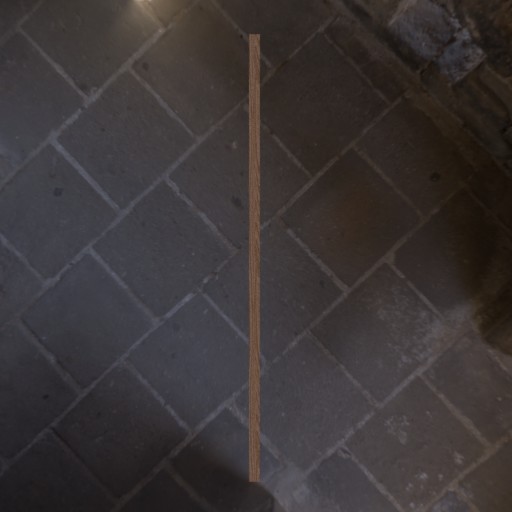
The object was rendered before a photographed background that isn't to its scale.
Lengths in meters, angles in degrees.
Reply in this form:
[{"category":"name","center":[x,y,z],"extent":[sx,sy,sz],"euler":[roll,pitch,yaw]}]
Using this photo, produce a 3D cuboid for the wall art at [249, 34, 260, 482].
[{"category":"wall art","center":[0.000,0.000,0.654],"extent":[0.010,0.507,0.404],"euler":[0,91,0]}]
